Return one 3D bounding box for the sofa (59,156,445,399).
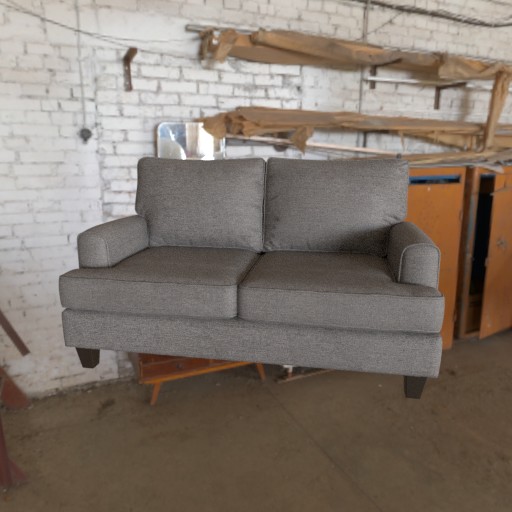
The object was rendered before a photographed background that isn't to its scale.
[{"bbox_3d":[0.000,0.000,2.230,1.651,0.965,0.965,2,14,10],"label":"sofa"}]
